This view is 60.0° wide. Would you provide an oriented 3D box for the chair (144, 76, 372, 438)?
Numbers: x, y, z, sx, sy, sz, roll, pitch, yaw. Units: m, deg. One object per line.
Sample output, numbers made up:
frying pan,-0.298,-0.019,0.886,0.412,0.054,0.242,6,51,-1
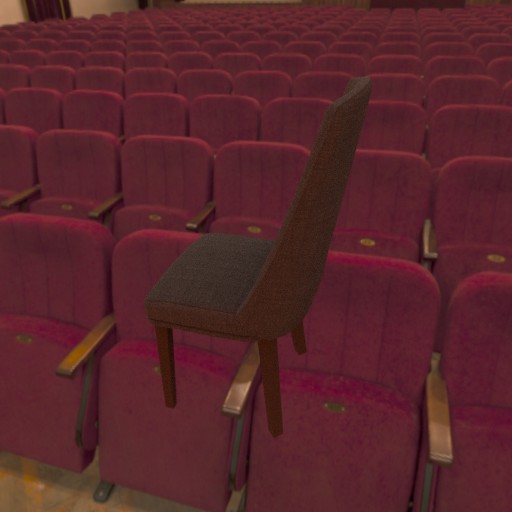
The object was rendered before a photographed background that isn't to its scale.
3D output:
chair,0.000,0.000,1.380,0.577,1.050,0.510,8,30,14
